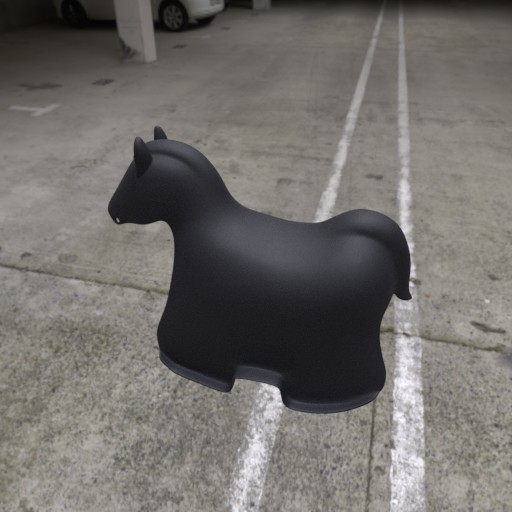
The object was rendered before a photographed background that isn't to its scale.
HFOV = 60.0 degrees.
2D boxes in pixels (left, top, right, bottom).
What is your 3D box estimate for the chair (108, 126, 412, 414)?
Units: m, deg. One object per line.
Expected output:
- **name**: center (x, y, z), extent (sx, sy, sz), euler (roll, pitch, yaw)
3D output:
- **chair**: center (0.000, 0.000, 1.155), extent (0.800, 0.612, 0.429), euler (8, 32, 13)
